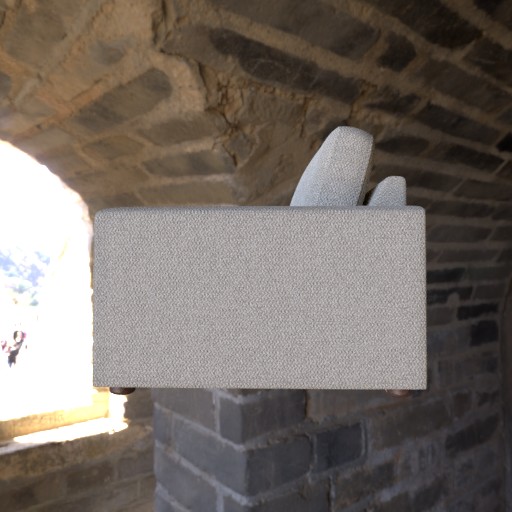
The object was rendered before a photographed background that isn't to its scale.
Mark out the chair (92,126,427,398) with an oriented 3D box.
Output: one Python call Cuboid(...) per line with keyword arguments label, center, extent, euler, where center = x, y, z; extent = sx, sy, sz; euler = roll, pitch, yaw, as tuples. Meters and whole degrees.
Cuboid(label="chair", center=(0.000, 0.000, 1.787), extent=(1.016, 0.873, 1.005), euler=(0, -1, 2))
